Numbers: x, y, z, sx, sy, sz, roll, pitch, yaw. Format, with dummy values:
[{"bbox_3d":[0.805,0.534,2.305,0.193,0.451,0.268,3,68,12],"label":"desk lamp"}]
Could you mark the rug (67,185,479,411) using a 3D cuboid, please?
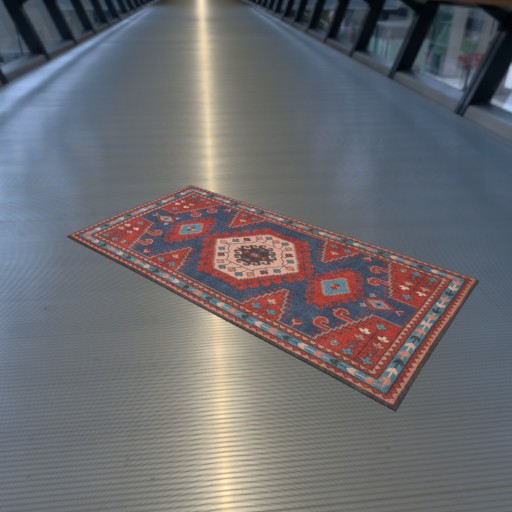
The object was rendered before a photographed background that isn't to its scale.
[{"bbox_3d":[0.000,0.000,3.585,3.032,0.034,1.522,22,37,32],"label":"rug"}]
